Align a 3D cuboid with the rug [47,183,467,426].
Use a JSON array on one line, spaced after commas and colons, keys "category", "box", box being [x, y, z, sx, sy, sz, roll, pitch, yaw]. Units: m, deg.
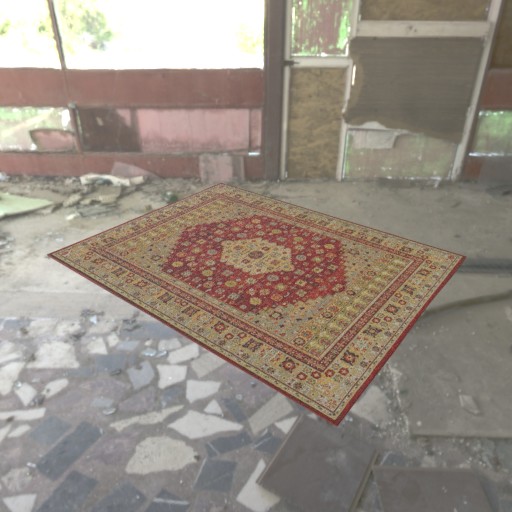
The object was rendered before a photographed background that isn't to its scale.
[{"category": "rug", "box": [0.000, 0.000, 4.078, 3.053, 0.013, 2.387, 22, 36, 33]}]
